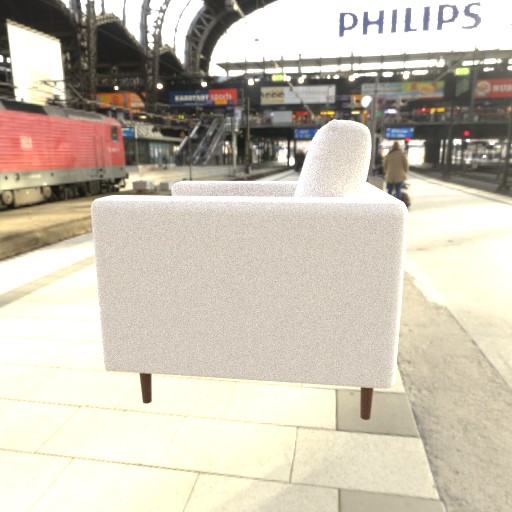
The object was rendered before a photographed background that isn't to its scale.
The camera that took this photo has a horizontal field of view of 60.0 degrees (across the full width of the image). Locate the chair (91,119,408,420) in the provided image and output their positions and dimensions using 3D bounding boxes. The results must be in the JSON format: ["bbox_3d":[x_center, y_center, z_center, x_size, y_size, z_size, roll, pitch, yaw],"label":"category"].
[{"bbox_3d":[0.000,0.000,1.589,0.879,0.899,0.831,2,13,7],"label":"chair"}]
